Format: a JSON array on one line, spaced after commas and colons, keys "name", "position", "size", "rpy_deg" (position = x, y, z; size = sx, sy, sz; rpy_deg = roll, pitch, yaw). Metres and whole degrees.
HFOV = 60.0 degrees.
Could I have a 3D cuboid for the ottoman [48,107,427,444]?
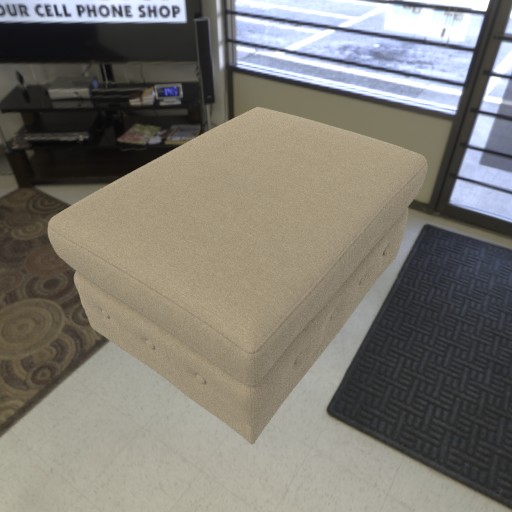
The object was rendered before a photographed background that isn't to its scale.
[{"name": "ottoman", "position": [0.000, 0.000, 1.156], "size": [0.569, 0.500, 0.771], "rpy_deg": [26, 47, 27]}]
